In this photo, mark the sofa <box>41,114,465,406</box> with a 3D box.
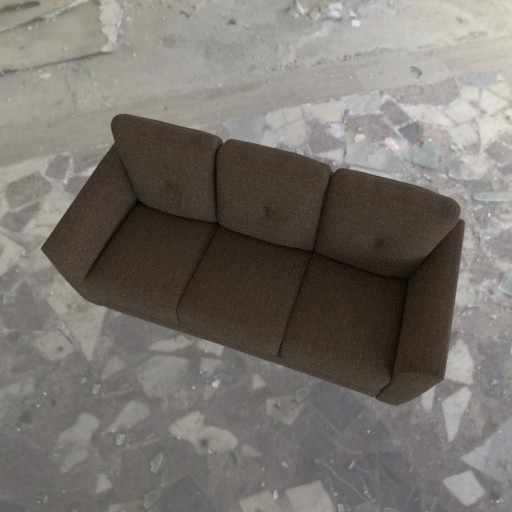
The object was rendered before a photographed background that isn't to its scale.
[{"bbox_3d":[0.000,0.000,2.234,1.847,0.891,0.837,17,60,10],"label":"sofa"}]
